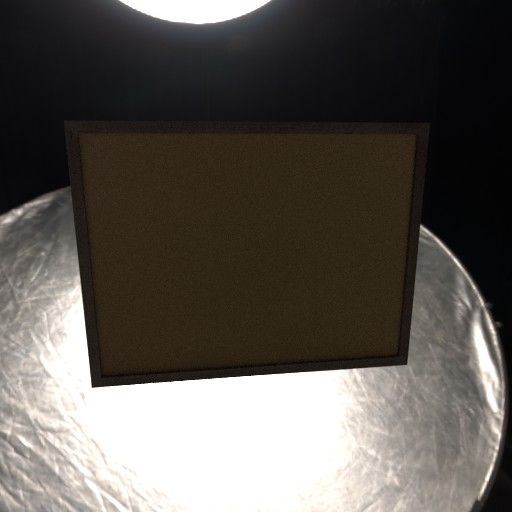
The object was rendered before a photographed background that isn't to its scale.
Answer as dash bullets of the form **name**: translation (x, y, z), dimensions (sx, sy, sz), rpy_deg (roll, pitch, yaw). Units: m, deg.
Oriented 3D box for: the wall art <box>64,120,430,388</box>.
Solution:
- **wall art**: translation (0.000, 0.000, 1.745), dimensions (1.320, 1.009, 0.070), rpy_deg (-2, 15, -8)
